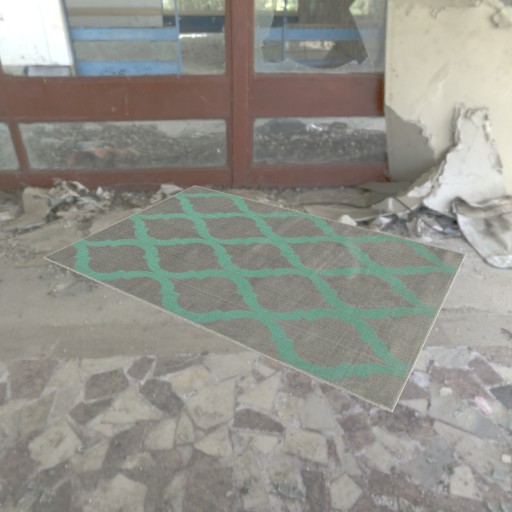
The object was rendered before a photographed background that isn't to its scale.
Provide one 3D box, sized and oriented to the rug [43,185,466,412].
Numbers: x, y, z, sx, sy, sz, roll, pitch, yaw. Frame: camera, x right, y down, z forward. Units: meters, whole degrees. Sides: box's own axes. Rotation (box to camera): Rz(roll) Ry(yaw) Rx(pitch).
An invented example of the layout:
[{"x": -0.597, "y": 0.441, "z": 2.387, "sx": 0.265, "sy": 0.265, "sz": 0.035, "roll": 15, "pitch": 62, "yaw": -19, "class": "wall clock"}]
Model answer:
[{"x": 0.000, "y": 0.000, "z": 2.877, "sx": 2.286, "sy": 0.006, "sz": 1.524, "roll": 18, "pitch": 35, "yaw": 28, "class": "rug"}]
